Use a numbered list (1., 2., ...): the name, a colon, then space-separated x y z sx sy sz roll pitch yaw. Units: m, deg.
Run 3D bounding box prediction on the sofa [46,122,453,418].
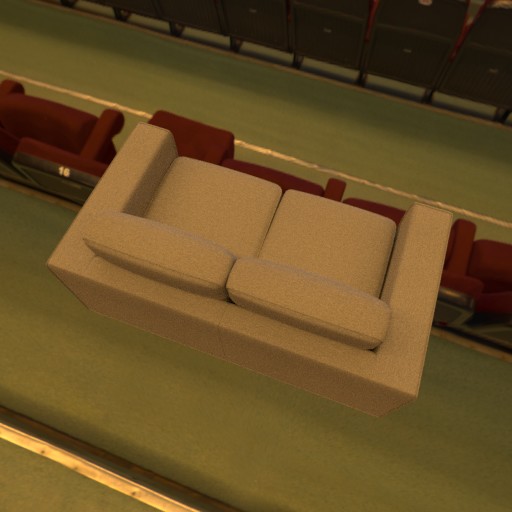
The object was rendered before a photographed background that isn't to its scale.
1. sofa: 0.000 0.000 2.400 1.812 0.924 1.007 18 65 9
